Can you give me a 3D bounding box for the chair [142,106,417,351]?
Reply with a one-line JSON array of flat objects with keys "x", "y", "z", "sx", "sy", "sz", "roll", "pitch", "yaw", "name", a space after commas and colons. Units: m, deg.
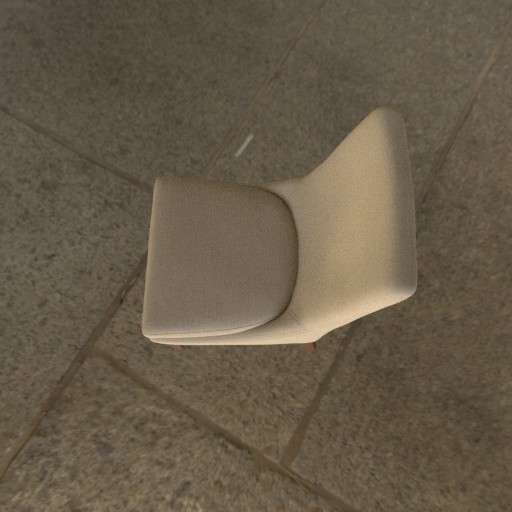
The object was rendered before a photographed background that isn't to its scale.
[{"x": 0.000, "y": 0.000, "z": 1.317, "sx": 0.638, "sy": 0.940, "sz": 0.515, "roll": 1, "pitch": 74, "yaw": 0, "name": "chair"}]
